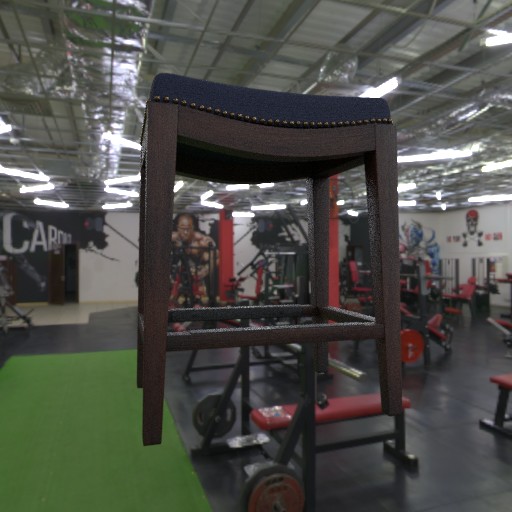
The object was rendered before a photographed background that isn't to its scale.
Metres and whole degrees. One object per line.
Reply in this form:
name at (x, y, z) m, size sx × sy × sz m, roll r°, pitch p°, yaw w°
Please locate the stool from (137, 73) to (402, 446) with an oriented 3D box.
stool at (0.000, 0.000, 0.980) m, size 0.500 × 0.642 × 0.361 m, roll 0°, pitch 0°, yaw -17°
